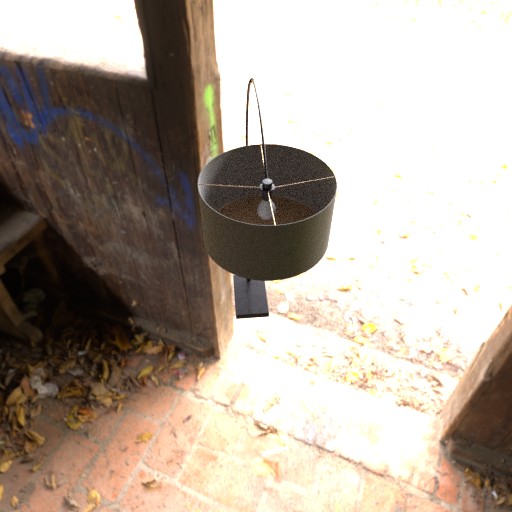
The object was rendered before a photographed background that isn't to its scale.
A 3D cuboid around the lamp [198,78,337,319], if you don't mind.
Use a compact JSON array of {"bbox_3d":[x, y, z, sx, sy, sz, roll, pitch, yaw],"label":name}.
[{"bbox_3d":[0.000,0.000,2.493,0.493,1.927,1.424,-4,45,-4],"label":"lamp"}]
